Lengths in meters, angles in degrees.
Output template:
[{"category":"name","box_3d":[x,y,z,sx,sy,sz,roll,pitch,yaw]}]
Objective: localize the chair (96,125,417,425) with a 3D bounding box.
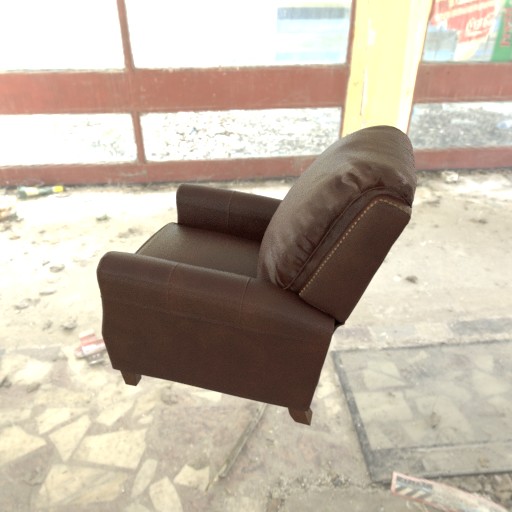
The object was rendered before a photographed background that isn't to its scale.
[{"category":"chair","box_3d":[0.000,0.000,1.808,1.089,1.022,0.826,8,31,13]}]
